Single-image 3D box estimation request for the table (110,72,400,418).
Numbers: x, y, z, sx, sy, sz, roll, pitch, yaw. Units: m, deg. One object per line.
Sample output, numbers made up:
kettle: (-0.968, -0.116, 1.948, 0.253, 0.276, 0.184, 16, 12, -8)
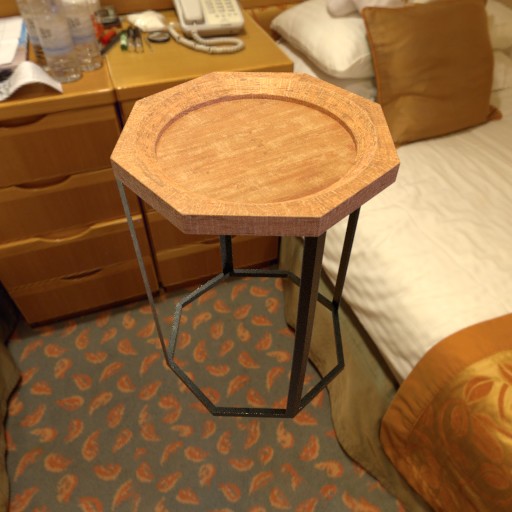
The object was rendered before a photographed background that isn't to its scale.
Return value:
table: (0.000, 0.000, 0.871, 0.437, 0.553, 0.437, 18, 48, 17)
